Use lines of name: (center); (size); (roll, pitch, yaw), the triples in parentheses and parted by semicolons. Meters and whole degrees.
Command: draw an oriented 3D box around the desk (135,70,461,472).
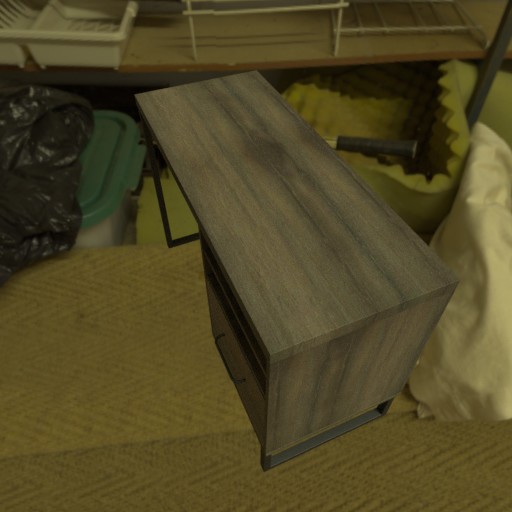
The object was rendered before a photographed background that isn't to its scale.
desk: (0.000, 0.000, 1.554); (0.511, 0.752, 1.134); (-18, 50, -16)
